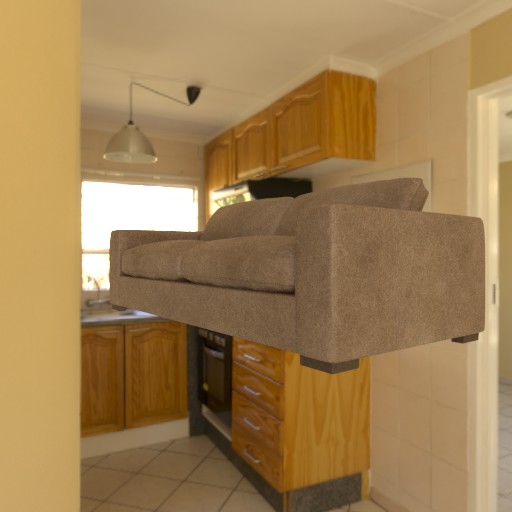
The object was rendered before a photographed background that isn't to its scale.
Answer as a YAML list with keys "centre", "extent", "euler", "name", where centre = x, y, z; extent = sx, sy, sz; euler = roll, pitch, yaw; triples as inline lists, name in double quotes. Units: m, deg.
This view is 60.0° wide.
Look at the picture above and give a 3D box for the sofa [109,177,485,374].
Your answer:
- centre: [0.000, 0.000, 2.690]
  extent: [1.070, 0.801, 2.262]
  euler: [0, 0, -37]
  name: "sofa"
